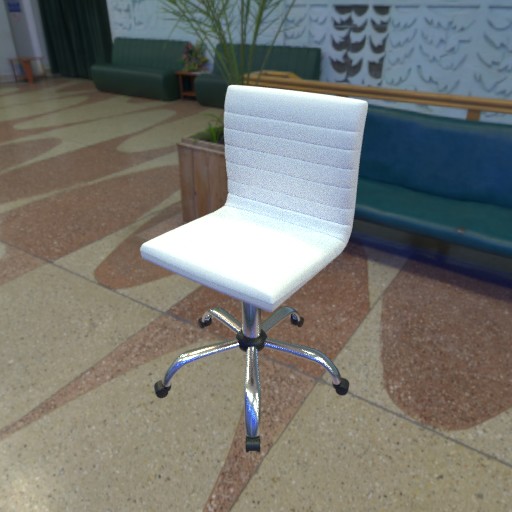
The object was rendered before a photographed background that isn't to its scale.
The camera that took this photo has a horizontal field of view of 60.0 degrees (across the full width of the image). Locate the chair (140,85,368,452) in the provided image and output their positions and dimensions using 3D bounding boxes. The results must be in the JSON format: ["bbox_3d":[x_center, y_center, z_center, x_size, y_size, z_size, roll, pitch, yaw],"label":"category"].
[{"bbox_3d":[0.000,0.000,1.158,0.556,0.780,0.530,19,35,30],"label":"chair"}]
